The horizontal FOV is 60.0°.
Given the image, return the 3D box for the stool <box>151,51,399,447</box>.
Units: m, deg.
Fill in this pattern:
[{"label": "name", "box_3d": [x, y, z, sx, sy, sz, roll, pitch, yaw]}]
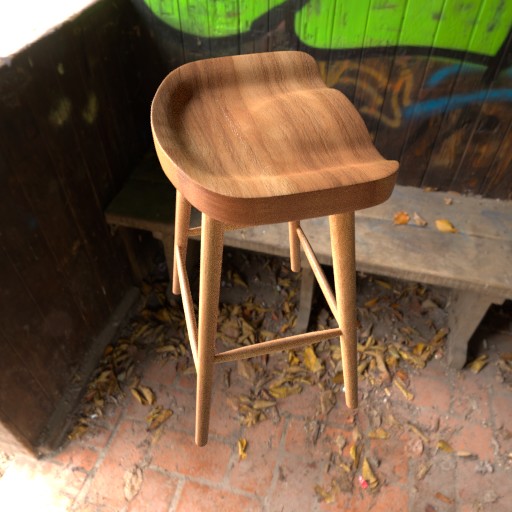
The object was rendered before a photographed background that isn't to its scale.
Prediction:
[{"label": "stool", "box_3d": [0.000, 0.000, 0.869, 0.361, 0.615, 0.440, -10, 47, -10]}]
